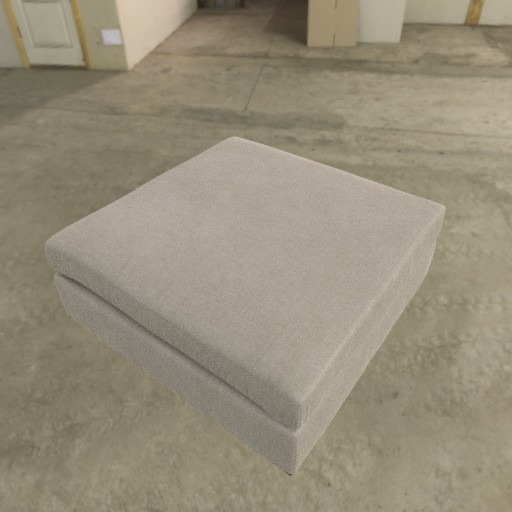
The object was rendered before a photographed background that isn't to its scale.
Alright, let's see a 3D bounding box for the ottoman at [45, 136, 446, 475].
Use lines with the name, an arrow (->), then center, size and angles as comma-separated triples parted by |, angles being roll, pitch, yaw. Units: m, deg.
ottoman -> 0.000, 0.000, 1.838 | 1.171, 0.517, 1.203 | 25, 46, 27
